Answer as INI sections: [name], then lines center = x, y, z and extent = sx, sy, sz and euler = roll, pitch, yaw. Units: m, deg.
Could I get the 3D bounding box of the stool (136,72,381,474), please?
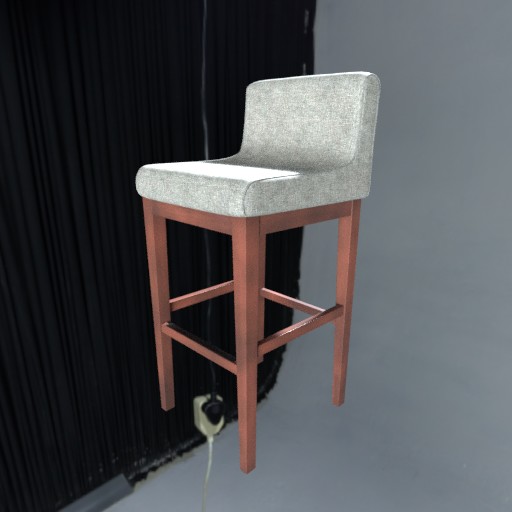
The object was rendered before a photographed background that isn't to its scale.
[stool]
center = 0.000, 0.000, 1.242
extent = 0.499, 0.965, 0.426
euler = -16, 23, -42
